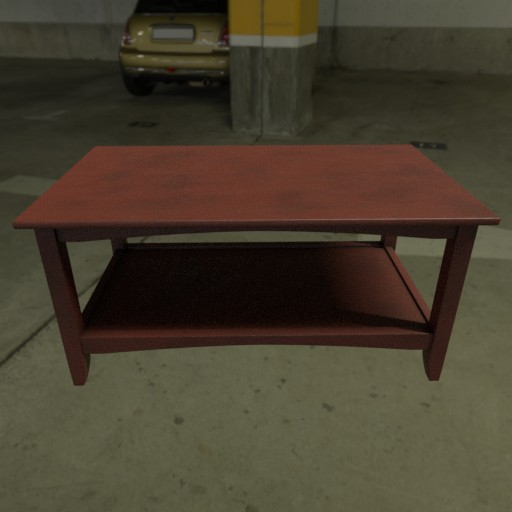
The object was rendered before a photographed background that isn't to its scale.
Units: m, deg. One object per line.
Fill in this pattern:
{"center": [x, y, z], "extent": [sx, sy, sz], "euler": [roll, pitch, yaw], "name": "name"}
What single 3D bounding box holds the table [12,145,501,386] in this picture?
{"center": [0.000, 0.000, 1.195], "extent": [0.943, 0.456, 0.533], "euler": [-1, 29, -1], "name": "table"}
